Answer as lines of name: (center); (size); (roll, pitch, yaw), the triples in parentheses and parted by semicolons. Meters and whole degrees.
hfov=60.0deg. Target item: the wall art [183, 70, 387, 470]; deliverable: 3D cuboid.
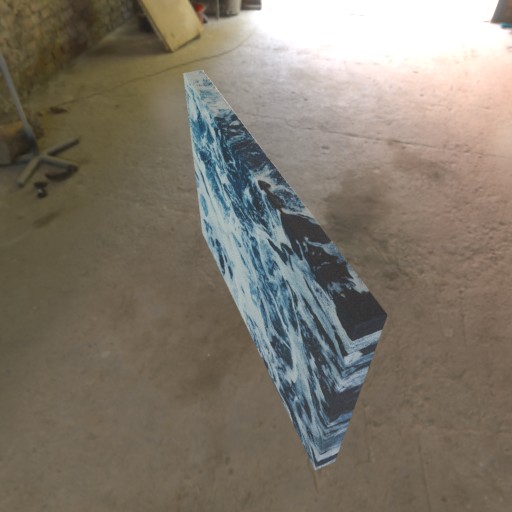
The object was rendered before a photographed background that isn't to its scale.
wall art: (0.000, 0.000, 0.775); (0.043, 0.407, 0.609); (-16, 48, -15)
